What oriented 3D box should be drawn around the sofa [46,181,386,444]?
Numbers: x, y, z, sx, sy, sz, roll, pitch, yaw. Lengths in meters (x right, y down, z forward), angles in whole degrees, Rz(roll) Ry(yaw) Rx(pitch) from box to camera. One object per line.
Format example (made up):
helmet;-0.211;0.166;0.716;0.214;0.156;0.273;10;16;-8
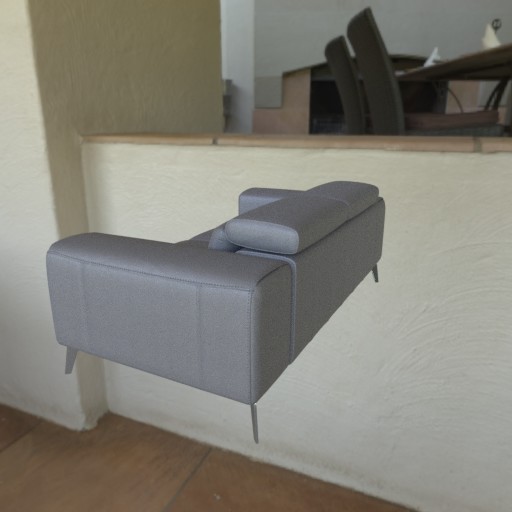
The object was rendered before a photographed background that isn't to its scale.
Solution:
sofa;0.000;0.000;2.478;1.024;0.753;1.930;9;19;26
